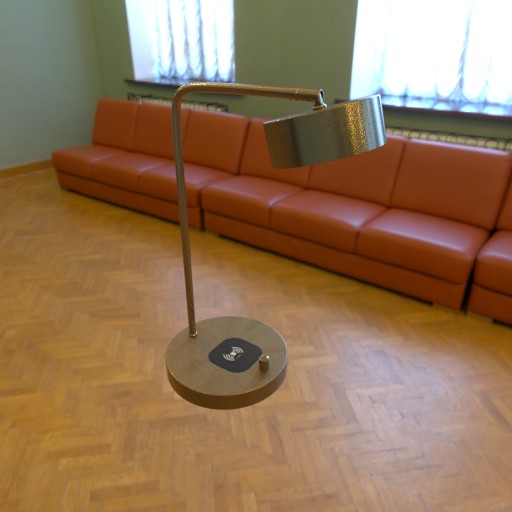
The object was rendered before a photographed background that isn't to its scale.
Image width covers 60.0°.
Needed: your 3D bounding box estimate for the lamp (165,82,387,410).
[{"bbox_3d":[0.000,0.000,0.523,0.270,0.380,0.171,18,32,31],"label":"lamp"}]
